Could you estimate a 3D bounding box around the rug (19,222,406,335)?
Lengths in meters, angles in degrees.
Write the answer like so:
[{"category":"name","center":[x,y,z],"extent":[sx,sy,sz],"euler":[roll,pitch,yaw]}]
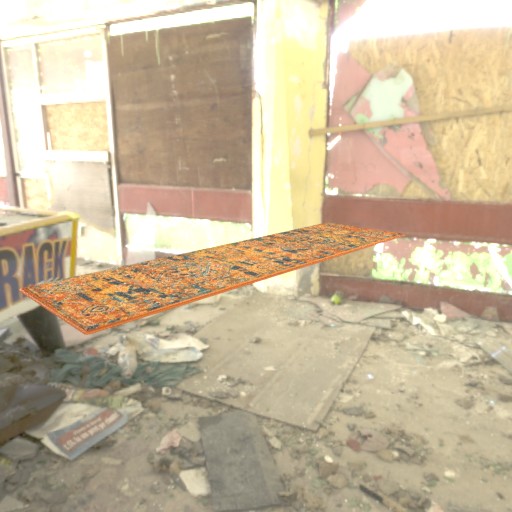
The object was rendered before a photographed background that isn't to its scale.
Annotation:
[{"category":"rug","center":[0.000,0.000,2.482],"extent":[0.651,0.016,2.274],"euler":[14,20,43]}]
